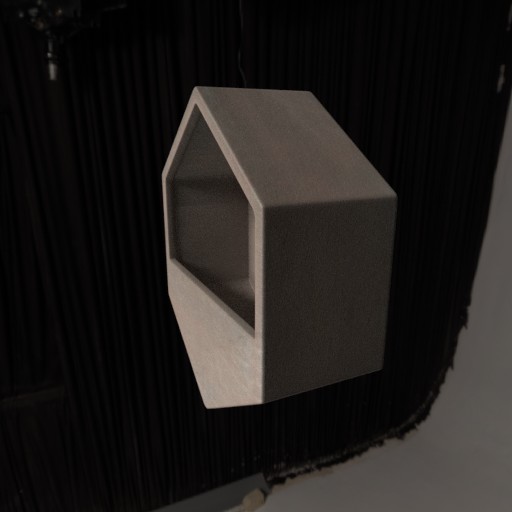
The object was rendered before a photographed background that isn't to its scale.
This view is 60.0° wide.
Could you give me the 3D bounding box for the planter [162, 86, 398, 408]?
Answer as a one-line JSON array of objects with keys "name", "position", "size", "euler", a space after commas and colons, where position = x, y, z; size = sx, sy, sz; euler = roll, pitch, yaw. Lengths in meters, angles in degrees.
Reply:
[{"name": "planter", "position": [0.000, 0.000, 0.292], "size": [0.077, 0.206, 0.169], "euler": [-8, 17, -25]}]
